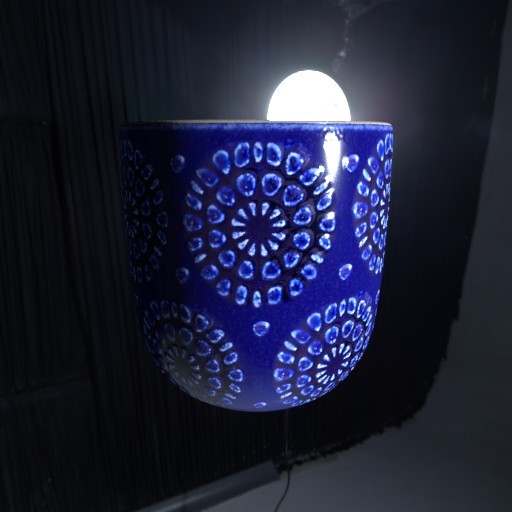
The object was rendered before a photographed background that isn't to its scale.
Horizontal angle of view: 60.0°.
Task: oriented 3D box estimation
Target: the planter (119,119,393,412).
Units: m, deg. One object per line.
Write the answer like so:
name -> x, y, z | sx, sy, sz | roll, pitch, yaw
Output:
planter -> 0.000, 0.000, 0.196 | 0.109, 0.112, 0.109 | 0, 15, 0
